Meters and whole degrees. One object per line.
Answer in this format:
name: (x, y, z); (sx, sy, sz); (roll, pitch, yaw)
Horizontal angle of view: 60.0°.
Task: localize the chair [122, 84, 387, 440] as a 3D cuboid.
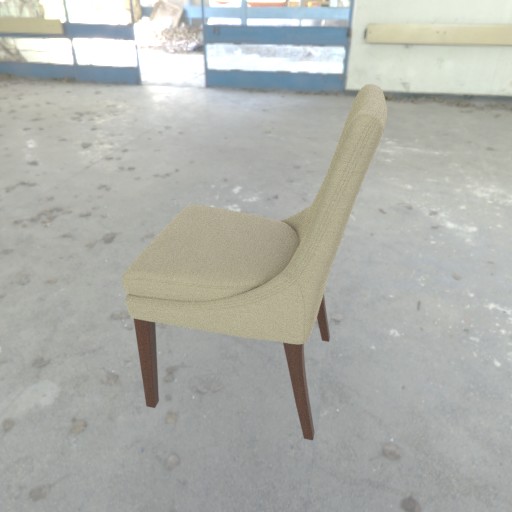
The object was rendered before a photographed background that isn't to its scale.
chair: (0.000, 0.000, 1.331); (0.638, 0.940, 0.515); (7, 31, 12)
